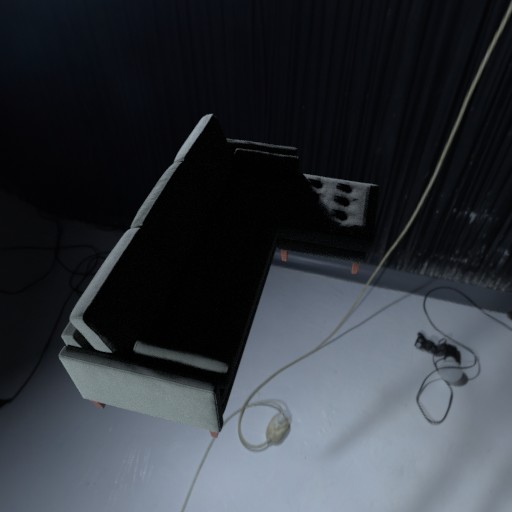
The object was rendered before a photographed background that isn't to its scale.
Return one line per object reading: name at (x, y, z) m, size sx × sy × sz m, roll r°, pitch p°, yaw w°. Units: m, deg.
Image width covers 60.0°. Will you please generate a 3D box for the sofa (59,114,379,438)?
sofa at (0.000, 0.000, 2.931) m, size 1.506 × 0.876 × 2.178 m, roll 10°, pitch 47°, yaw 10°
